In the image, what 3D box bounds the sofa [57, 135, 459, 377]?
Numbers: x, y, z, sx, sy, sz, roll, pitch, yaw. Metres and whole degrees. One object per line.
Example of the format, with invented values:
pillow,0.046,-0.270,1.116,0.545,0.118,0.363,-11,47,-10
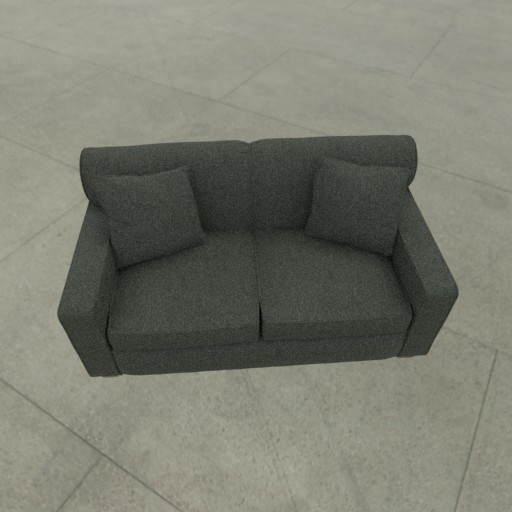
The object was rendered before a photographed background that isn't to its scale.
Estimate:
sofa,0.000,0.000,2.429,1.846,0.958,0.998,-3,47,-3
